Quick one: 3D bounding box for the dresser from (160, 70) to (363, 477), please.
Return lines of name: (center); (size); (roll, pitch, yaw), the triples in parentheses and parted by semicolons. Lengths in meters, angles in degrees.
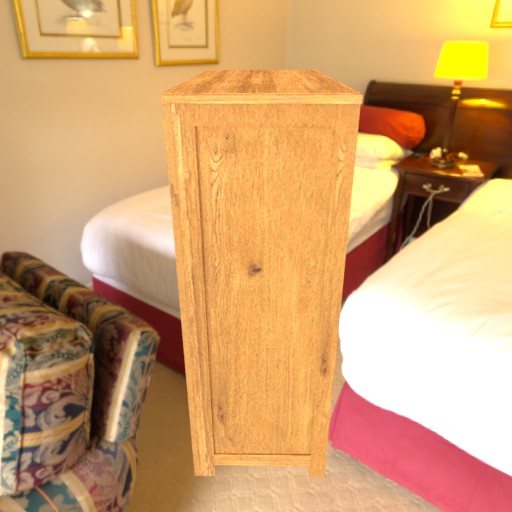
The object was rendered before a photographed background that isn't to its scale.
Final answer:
dresser: (0.000, 0.000, 1.916); (0.558, 1.431, 1.081); (0, 26, 1)
